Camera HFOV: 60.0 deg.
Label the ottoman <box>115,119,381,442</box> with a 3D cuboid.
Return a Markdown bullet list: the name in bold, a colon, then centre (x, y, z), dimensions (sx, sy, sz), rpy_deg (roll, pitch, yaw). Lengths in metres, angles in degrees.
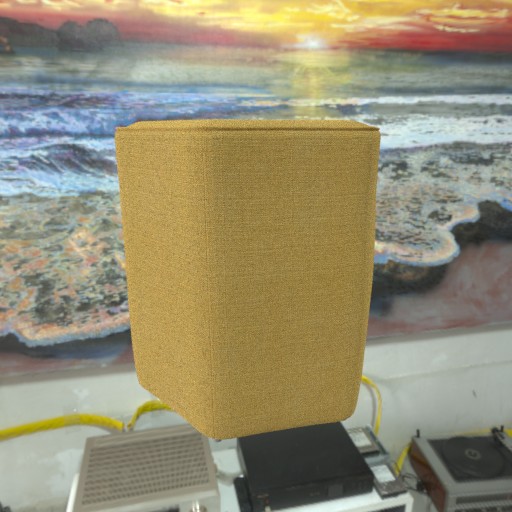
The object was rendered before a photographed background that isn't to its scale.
- **ottoman**: centre (0.000, 0.000, 0.866), dimensions (0.443, 0.502, 0.494), rpy_deg (-15, 21, -42)
